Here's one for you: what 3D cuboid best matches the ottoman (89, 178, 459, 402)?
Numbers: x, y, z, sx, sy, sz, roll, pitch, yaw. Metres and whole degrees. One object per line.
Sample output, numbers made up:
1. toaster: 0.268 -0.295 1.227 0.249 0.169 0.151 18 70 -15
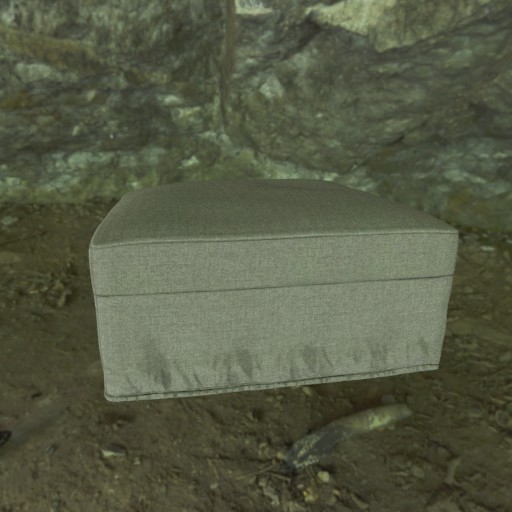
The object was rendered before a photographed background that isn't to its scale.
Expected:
1. ottoman: 0.000 0.000 1.379 0.843 0.436 0.840 -3 16 -10
